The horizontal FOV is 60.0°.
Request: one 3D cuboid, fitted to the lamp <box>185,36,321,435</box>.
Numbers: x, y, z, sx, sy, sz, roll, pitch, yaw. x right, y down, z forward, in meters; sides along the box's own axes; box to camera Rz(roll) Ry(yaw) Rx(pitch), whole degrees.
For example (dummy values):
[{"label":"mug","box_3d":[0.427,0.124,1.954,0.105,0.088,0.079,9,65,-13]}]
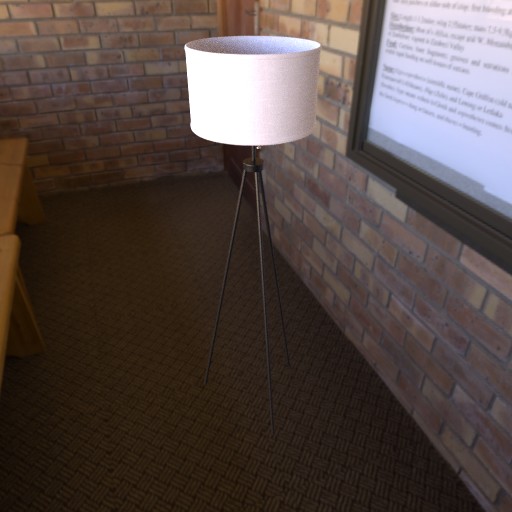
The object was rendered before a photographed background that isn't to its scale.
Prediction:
[{"label":"lamp","box_3d":[0.000,0.000,1.770,0.448,1.545,0.458,22,39,31]}]
